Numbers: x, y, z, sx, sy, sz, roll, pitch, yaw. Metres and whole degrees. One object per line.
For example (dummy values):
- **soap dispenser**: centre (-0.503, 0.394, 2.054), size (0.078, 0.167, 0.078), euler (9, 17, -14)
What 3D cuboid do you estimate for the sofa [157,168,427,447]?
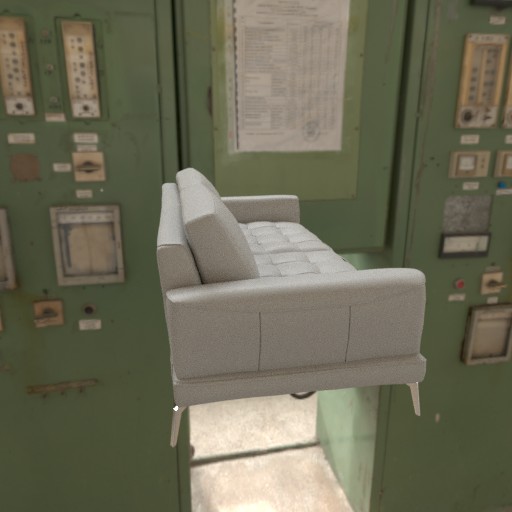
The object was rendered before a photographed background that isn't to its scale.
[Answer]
- **sofa**: centre (0.000, 0.000, 2.738), size (1.121, 0.930, 2.177), euler (-3, 18, -10)
